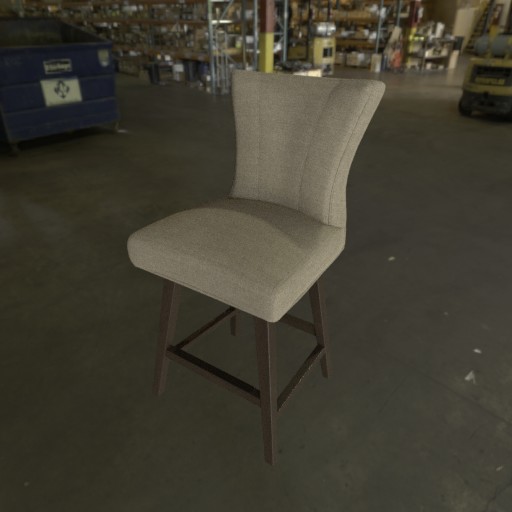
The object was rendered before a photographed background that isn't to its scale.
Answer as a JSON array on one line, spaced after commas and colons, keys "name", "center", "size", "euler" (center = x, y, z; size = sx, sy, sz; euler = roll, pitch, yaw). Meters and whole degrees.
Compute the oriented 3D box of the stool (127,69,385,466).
[{"name": "stool", "center": [0.000, 0.000, 1.363], "size": [0.514, 1.000, 0.574], "euler": [18, 34, 30]}]
